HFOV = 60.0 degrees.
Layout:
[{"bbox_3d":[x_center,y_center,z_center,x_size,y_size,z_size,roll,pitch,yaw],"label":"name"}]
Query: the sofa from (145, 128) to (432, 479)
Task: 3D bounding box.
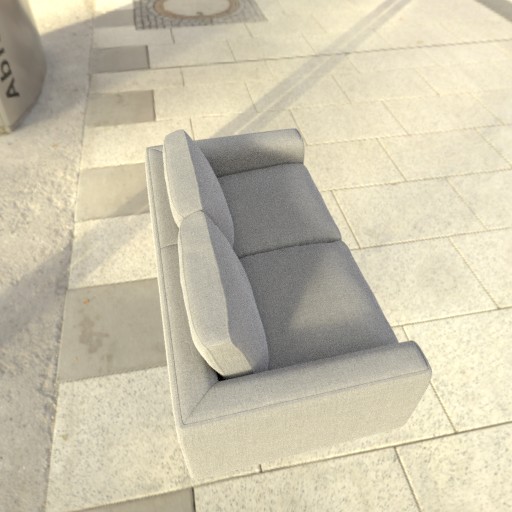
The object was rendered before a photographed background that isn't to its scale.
[{"bbox_3d":[0.000,0.000,2.428,1.069,0.800,1.920,-10,48,-9],"label":"sofa"}]
